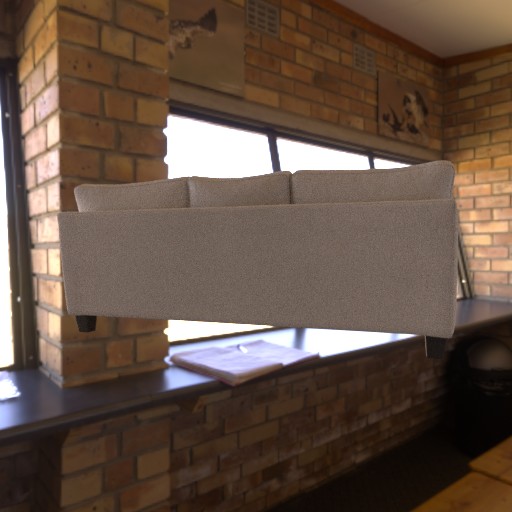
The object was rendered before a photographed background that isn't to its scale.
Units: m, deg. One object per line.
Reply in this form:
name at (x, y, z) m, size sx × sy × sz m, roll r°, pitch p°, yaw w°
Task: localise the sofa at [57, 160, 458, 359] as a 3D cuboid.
sofa at (0.000, 0.000, 2.872) m, size 2.323 × 0.991 × 1.016 m, roll 0°, pitch 1°, yaw 19°
